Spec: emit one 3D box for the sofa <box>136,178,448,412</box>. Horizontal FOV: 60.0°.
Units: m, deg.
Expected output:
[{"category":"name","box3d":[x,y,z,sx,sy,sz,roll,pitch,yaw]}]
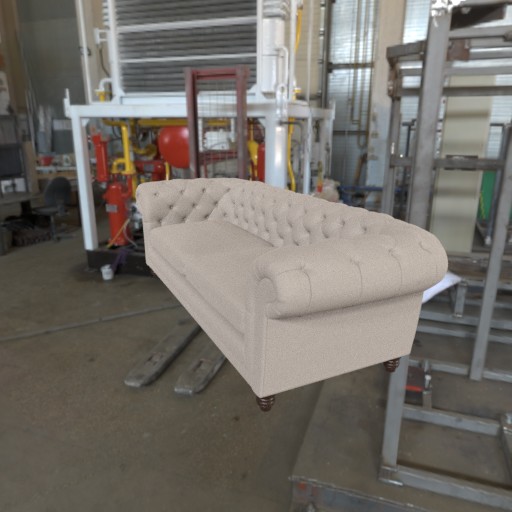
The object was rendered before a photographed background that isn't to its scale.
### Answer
[{"category":"sofa","box3d":[0.000,0.000,2.784,0.991,0.749,2.411,-8,19,-25]}]
